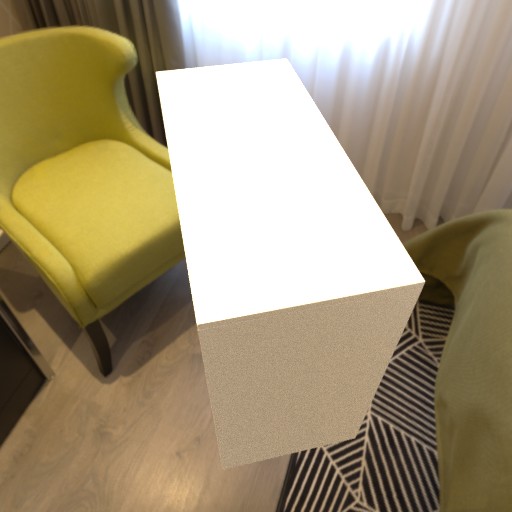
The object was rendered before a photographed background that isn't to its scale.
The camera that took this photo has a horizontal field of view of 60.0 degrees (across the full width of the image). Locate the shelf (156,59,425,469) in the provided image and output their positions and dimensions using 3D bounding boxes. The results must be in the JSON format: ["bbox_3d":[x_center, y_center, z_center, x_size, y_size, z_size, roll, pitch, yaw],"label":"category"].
[{"bbox_3d":[0.000,0.000,1.298,0.396,0.732,0.895,-10,48,-9],"label":"shelf"}]
